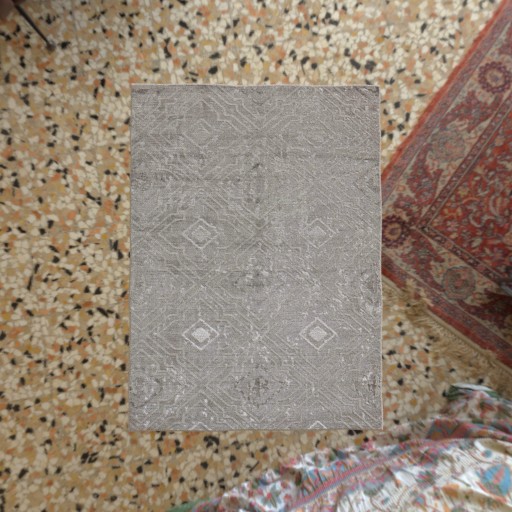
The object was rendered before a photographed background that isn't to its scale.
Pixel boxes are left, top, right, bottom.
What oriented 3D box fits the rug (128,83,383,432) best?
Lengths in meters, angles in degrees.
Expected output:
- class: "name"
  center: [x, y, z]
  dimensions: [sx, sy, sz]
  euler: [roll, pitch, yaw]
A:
- class: "rug"
  center: [0.000, 0.000, 4.284]
  dimensions: [2.448, 0.020, 3.359]
  euler: [0, 89, -1]
